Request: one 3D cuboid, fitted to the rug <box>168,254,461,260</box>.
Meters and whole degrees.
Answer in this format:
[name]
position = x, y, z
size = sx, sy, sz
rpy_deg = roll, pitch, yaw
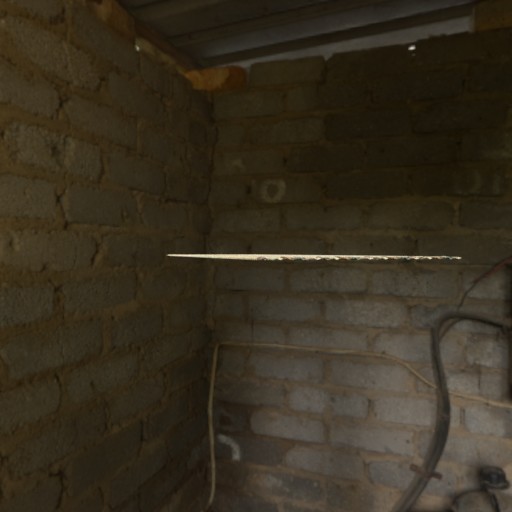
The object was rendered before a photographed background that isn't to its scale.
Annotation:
[rug]
position = 0.000, 0.000, 2.645
size = 0.769, 0.013, 2.440
rpy_deg = 0, 0, -18
